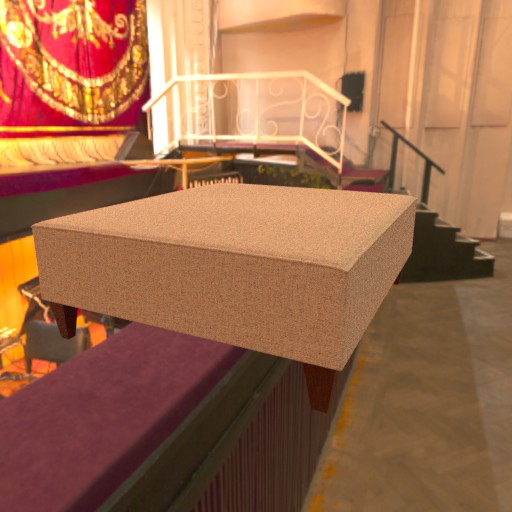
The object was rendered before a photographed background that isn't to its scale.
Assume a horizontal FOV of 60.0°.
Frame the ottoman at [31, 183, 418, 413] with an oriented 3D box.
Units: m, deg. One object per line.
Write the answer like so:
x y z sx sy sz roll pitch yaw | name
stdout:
0.000 0.000 1.244 0.736 0.303 0.835 8 18 25 | ottoman
